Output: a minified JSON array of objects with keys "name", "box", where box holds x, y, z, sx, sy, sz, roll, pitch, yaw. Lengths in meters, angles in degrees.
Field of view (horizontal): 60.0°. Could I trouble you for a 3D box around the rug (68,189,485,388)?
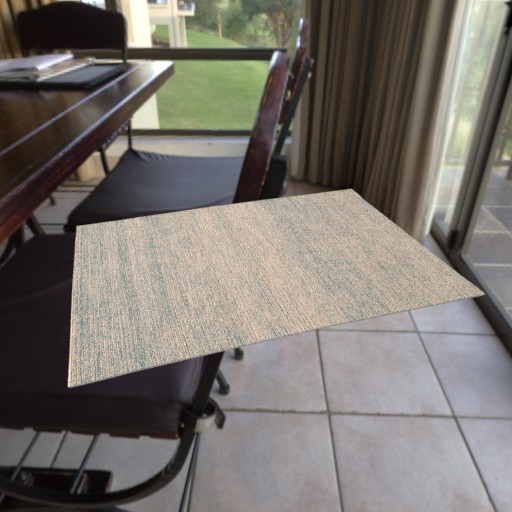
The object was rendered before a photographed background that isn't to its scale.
[{"name":"rug","box":[0.000,0.000,2.943,2.306,0.030,1.613,-10,33,-15]}]
